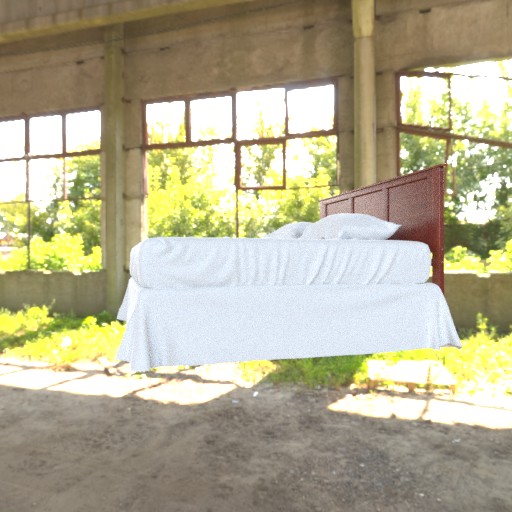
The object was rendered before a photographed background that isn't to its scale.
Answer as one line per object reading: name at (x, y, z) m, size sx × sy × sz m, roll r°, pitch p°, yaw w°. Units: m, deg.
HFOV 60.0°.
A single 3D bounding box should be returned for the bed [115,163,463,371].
bed at (0.000, 0.000, 3.686) m, size 2.219 × 1.271 × 2.314 m, roll 0°, pitch -1°, yaw -17°
